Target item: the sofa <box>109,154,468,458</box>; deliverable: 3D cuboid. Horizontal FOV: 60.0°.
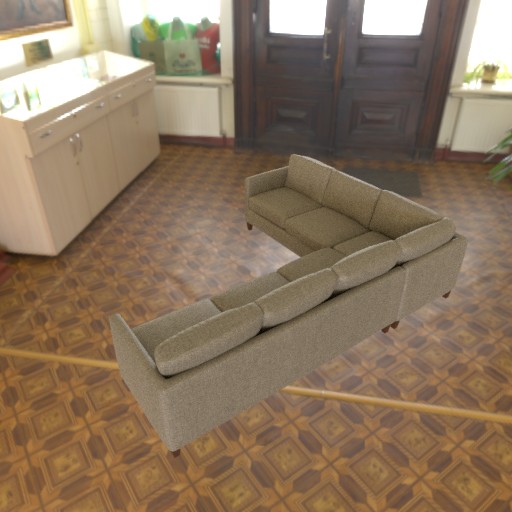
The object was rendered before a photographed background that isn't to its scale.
[{"bbox_3d":[0.000,0.000,4.493,3.302,0.947,2.593,-21,38,-30],"label":"sofa"}]
